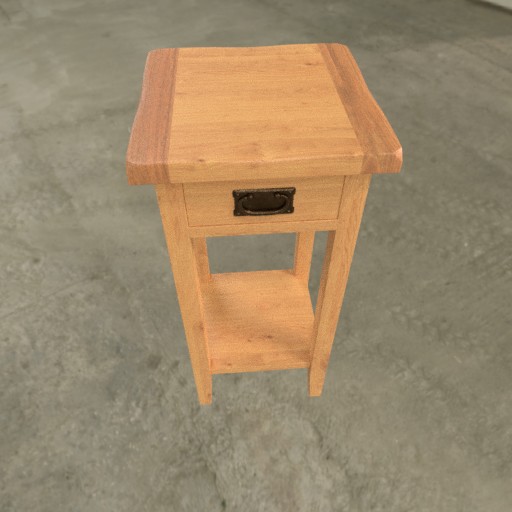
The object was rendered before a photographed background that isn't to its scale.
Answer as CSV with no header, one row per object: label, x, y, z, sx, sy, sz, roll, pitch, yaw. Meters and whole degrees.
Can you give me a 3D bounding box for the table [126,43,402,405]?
table,0.000,0.000,0.955,0.360,0.740,0.360,-3,47,-3
